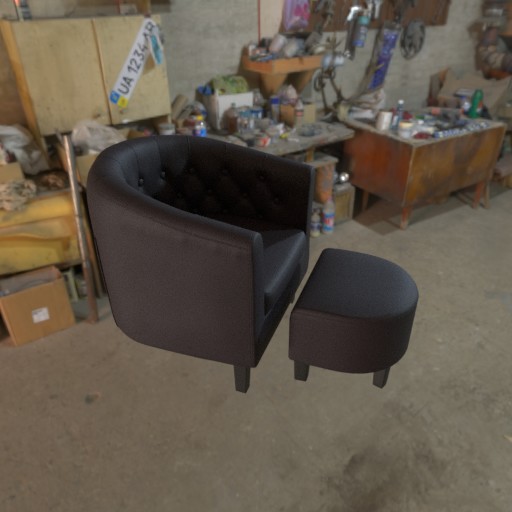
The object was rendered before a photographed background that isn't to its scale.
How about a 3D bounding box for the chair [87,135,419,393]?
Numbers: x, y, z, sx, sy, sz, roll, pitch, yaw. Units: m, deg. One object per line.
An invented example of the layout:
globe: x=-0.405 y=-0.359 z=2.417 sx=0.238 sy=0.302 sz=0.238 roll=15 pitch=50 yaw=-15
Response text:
chair: x=0.000 y=0.000 z=1.679 sx=1.191 sy=0.760 sz=0.763 roll=10 pitch=31 yaw=18
